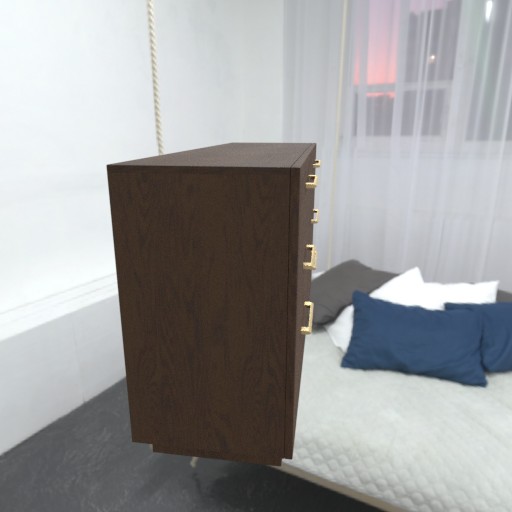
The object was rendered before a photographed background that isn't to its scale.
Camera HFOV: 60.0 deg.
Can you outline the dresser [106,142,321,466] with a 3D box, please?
[{"bbox_3d":[0.000,0.000,1.903,0.512,0.889,1.523,3,17,8],"label":"dresser"}]
